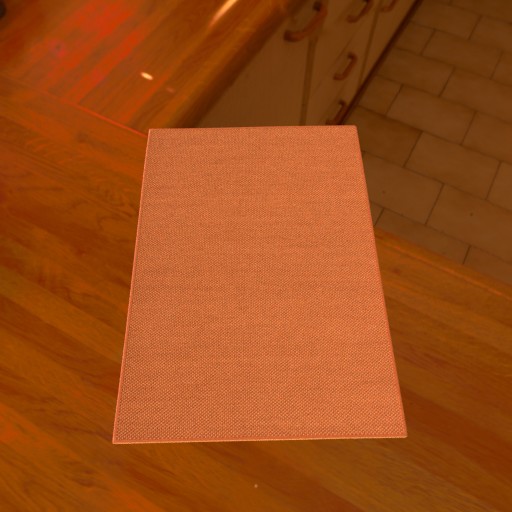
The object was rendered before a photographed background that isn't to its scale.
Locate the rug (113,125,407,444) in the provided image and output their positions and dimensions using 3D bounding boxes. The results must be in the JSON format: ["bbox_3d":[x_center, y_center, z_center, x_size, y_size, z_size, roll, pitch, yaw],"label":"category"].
[{"bbox_3d":[0.000,0.000,2.765,1.524,0.013,2.134,-1,63,-1],"label":"rug"}]
